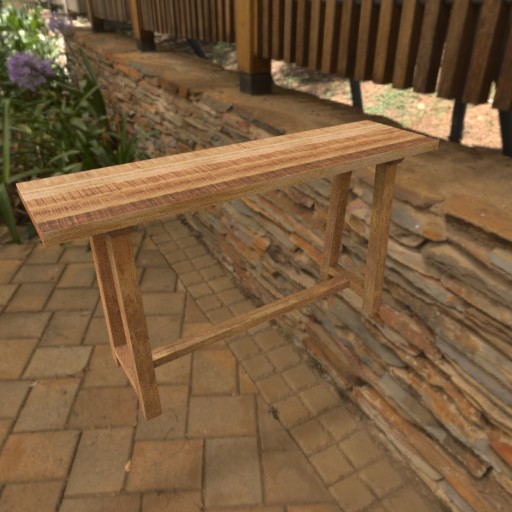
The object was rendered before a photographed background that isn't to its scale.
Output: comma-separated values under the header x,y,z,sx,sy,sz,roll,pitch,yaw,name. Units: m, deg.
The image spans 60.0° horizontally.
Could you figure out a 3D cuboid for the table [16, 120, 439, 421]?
x,y,z,sx,sy,sz,roll,pitch,yaw,name
0.000,0.000,1.799,1.524,0.810,0.405,-18,35,-28,table
